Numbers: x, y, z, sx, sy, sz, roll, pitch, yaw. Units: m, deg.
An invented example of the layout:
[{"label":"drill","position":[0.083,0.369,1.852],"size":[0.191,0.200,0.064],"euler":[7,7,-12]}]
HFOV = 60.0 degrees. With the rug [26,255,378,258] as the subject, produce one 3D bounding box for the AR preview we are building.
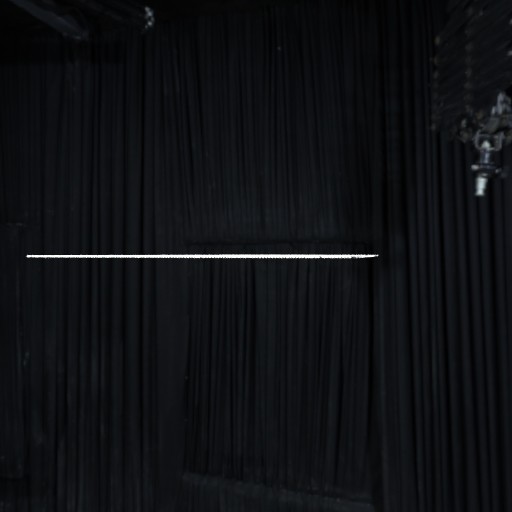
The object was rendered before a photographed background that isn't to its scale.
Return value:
[{"label":"rug","position":[0.000,0.000,3.030],"size":[1.529,0.010,2.440],"euler":[0,0,18]}]
